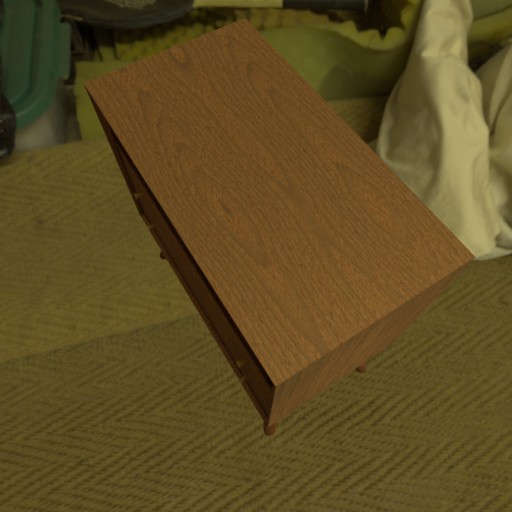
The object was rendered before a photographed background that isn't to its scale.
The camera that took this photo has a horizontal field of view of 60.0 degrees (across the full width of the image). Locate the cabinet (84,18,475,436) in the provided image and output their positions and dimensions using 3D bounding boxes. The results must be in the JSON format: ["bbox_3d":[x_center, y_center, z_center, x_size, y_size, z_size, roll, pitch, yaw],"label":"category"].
[{"bbox_3d":[0.000,0.000,1.134,0.388,0.748,0.712,-29,66,-14],"label":"cabinet"}]
